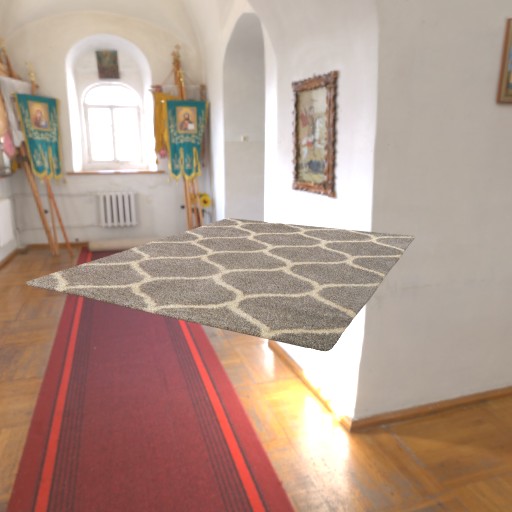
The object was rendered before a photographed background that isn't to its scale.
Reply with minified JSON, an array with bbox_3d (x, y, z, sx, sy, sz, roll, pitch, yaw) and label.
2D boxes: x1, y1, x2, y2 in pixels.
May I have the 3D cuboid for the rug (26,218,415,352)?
[{"bbox_3d":[0.000,0.000,4.103,2.399,0.026,3.000,8,17,26],"label":"rug"}]
